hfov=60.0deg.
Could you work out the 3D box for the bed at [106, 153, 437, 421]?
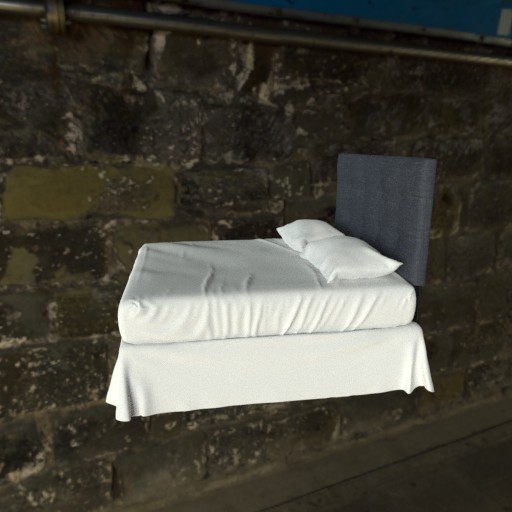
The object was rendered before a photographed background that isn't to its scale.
[{"bbox_3d":[0.000,0.000,3.571,2.222,1.577,1.936,-2,14,-9],"label":"bed"}]
